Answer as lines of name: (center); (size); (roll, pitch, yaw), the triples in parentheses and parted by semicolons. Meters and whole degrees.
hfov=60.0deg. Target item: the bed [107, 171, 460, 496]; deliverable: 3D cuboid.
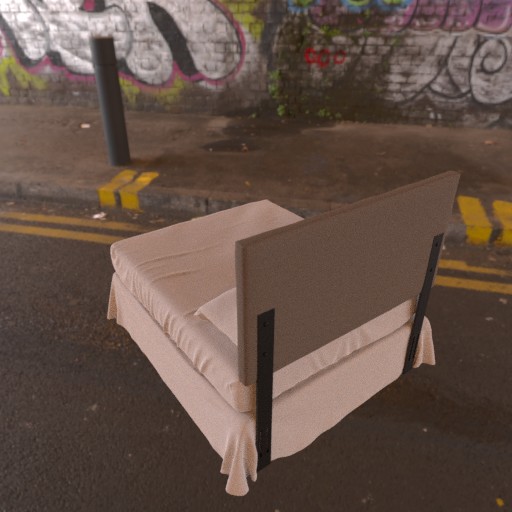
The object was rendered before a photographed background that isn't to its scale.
bed: (0.000, 0.000, 3.398); (1.936, 1.577, 2.222); (-20, 35, -31)
